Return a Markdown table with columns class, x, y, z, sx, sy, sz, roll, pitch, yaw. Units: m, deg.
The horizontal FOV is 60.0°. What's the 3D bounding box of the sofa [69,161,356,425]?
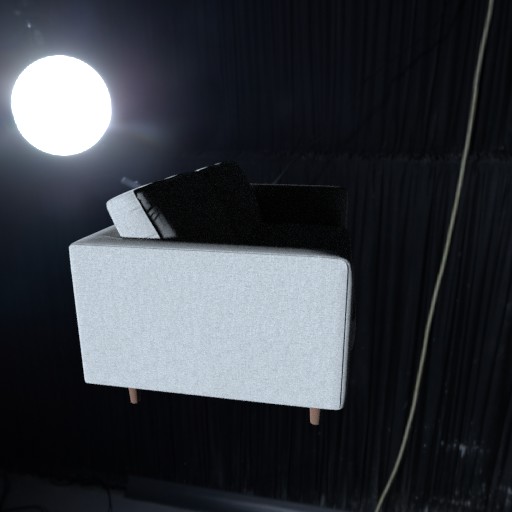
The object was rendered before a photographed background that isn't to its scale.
| class | x | y | z | sx | sy | sz | roll | pitch | yaw |
| --- | --- | --- | --- | --- | --- | --- | --- | --- | --- |
| sofa | 0.000 | 0.000 | 2.328 | 1.000 | 0.900 | 1.731 | 3 | 17 | 10 |
